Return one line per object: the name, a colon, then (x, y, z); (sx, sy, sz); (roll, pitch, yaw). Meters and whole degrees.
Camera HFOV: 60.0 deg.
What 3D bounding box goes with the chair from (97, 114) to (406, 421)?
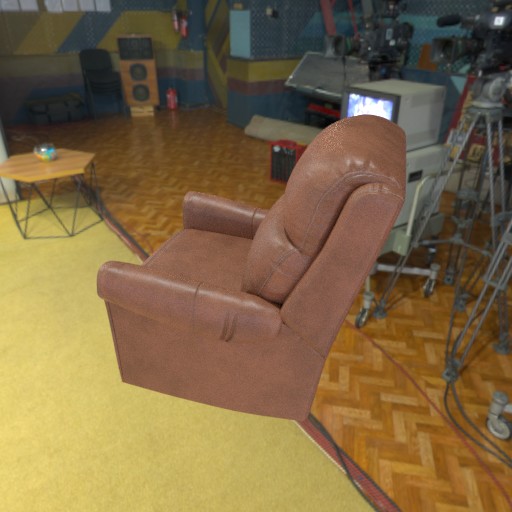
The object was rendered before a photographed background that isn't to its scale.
chair: (0.000, 0.000, 1.774); (1.014, 1.054, 0.838); (8, 30, 14)
